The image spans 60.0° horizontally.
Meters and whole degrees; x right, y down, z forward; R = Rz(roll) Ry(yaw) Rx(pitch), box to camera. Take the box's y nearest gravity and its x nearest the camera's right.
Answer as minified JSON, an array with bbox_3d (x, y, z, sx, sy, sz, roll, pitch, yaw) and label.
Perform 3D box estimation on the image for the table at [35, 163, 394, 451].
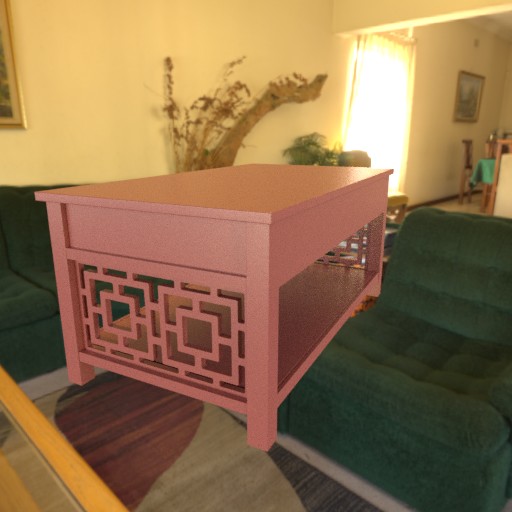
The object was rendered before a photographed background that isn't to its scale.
[{"bbox_3d":[0.000,0.000,1.404,0.612,0.493,1.068,8,17,26],"label":"table"}]
